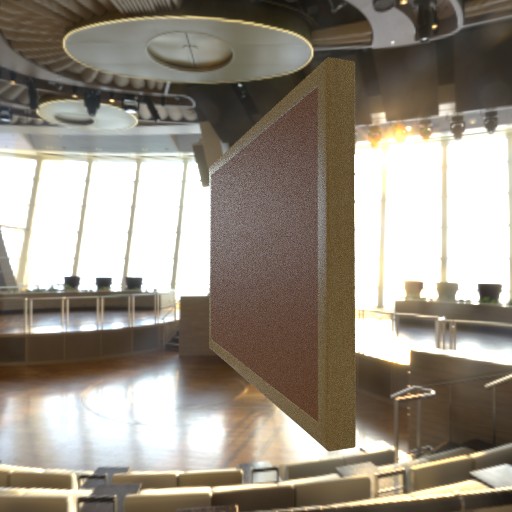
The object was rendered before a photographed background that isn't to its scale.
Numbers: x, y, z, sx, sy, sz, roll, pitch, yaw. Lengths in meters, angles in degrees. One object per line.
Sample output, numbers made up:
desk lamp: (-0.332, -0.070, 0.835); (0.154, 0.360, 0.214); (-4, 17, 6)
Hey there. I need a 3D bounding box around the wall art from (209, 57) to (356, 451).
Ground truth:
wall art: (0.000, 0.000, 0.685); (0.032, 0.381, 0.533); (0, -1, -18)
